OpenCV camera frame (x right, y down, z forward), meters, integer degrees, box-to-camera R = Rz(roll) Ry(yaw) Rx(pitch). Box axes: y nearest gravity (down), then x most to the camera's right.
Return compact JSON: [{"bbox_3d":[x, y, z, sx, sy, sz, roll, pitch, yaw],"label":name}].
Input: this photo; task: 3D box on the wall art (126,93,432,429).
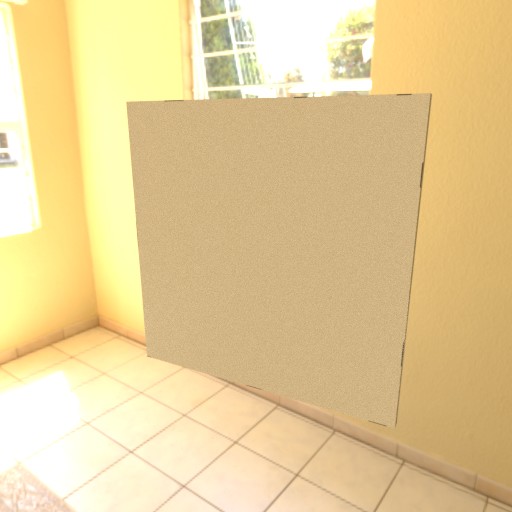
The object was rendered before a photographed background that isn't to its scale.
[{"bbox_3d":[0.000,0.000,0.662,0.446,0.445,0.014,8,19,26],"label":"wall art"}]
